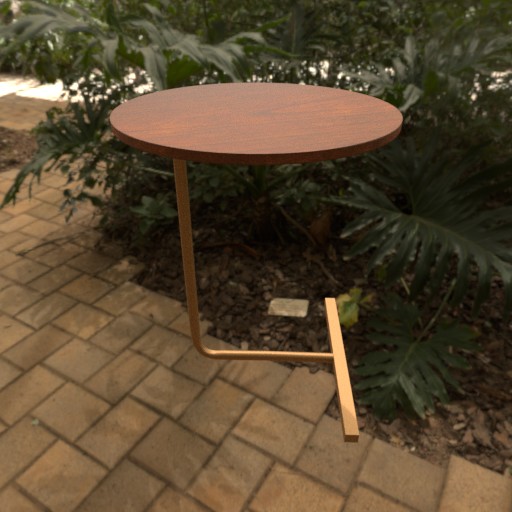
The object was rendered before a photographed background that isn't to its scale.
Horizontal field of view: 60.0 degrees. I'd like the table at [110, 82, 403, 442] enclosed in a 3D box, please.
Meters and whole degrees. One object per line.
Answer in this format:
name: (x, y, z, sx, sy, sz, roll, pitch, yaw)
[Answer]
table: (0.000, 0.000, 1.090, 0.577, 0.706, 0.530, 1, 32, 2)
